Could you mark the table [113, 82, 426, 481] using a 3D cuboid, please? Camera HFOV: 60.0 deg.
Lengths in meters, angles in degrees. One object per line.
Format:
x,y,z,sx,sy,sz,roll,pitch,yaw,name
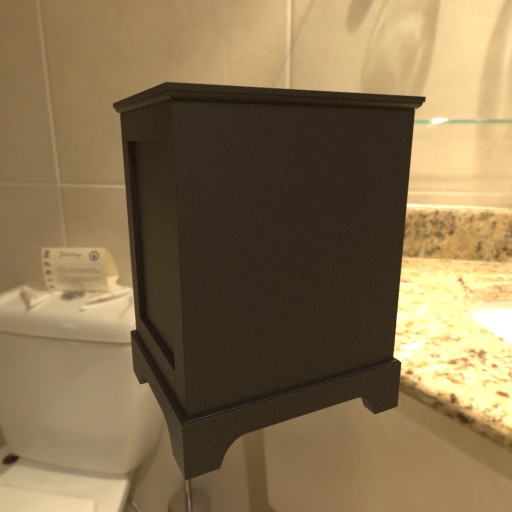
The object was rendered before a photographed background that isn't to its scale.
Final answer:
0.000,0.000,0.916,0.460,0.610,0.399,-7,16,-26,table
